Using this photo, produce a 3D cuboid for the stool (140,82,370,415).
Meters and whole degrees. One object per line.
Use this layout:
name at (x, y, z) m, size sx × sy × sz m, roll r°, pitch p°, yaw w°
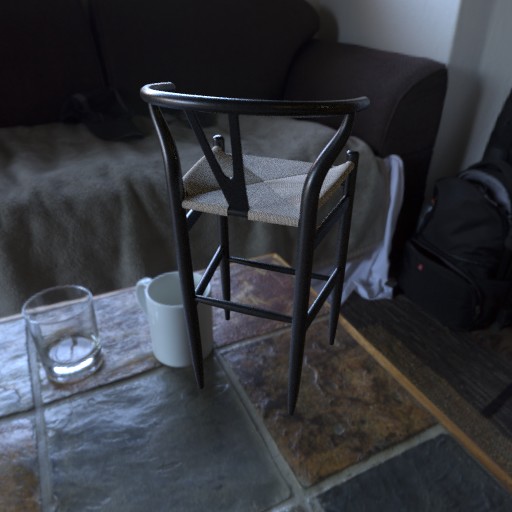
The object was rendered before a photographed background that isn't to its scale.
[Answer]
stool at (0.000, 0.000, 1.394) m, size 0.569 × 1.072 × 0.579 m, roll 11°, pitch 33°, yaw 17°
